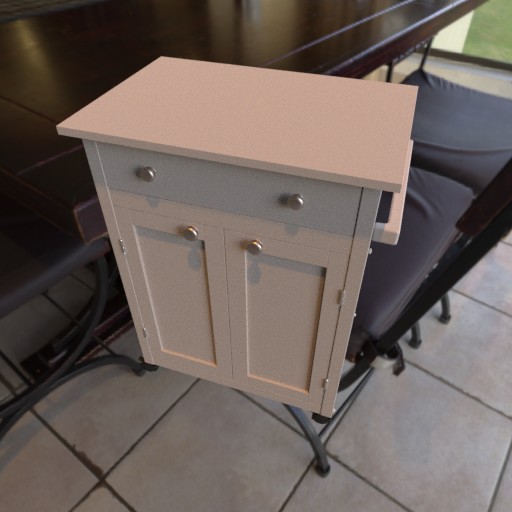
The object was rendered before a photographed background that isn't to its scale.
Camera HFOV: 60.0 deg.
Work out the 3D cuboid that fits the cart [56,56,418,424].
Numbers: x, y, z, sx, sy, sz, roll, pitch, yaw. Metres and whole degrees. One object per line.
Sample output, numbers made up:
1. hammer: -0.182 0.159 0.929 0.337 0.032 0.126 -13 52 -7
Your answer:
1. cart: 0.000 0.000 1.235 0.683 0.864 0.442 13 43 14
